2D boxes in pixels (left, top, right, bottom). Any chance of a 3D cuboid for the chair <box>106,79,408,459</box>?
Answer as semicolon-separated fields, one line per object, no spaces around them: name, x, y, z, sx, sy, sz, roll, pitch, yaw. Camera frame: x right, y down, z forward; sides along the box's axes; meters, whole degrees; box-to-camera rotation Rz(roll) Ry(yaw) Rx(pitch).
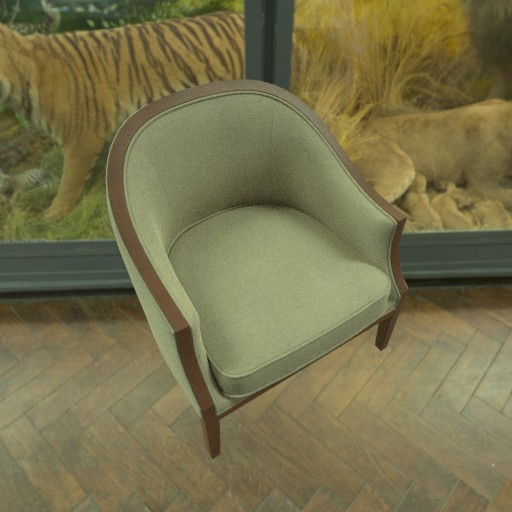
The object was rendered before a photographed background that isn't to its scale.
chair;0.000;0.000;1.459;0.803;0.876;0.735;-25;50;-23
